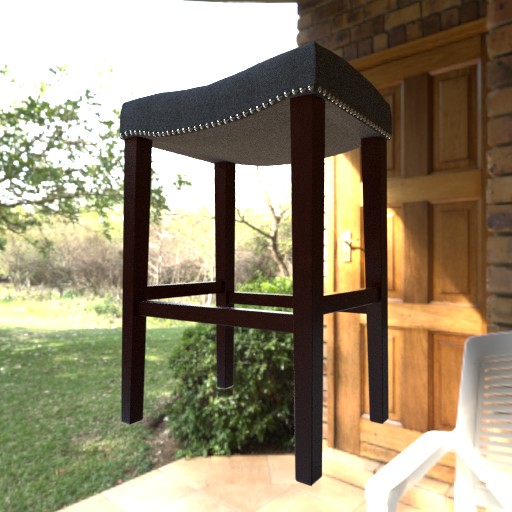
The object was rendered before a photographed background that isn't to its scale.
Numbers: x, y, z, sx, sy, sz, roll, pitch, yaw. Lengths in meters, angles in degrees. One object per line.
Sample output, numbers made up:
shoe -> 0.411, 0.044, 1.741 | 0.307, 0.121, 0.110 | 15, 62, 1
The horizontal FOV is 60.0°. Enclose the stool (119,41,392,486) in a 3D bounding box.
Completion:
stool -> 0.000, 0.000, 0.996 | 0.504, 0.742, 0.372 | 0, 0, 36
